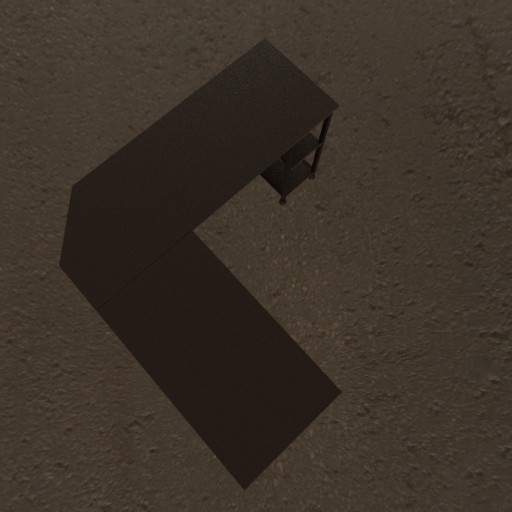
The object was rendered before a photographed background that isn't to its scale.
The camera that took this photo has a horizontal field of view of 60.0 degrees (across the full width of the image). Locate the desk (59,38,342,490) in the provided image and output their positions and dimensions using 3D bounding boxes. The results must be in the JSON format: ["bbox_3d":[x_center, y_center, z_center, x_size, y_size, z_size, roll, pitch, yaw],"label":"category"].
[{"bbox_3d":[0.000,0.000,2.205,1.379,0.739,1.379,-42,79,-10],"label":"desk"}]
